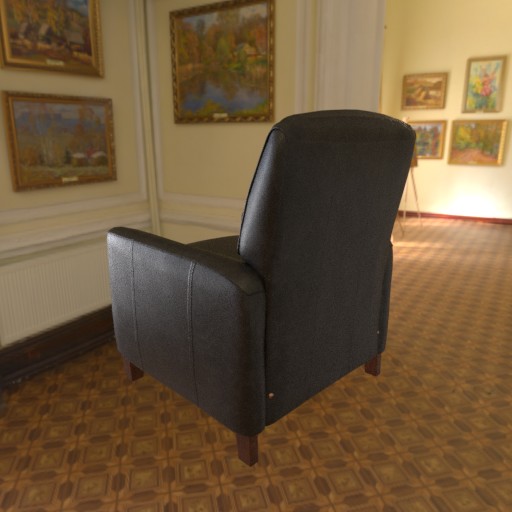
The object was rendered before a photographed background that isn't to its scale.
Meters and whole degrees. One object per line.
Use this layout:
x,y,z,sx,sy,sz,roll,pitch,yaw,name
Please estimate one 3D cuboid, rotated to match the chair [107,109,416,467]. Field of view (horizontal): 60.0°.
0.000,0.000,1.660,0.864,1.014,0.848,15,21,43,chair
